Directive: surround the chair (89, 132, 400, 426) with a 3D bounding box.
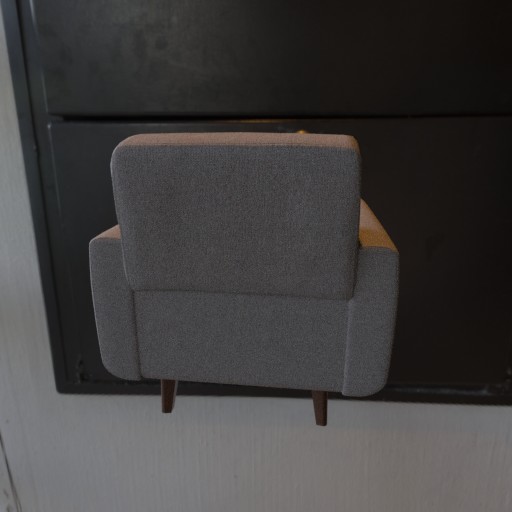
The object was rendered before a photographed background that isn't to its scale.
[{"bbox_3d":[0.000,0.000,1.537,0.831,0.839,0.907,2,17,7],"label":"chair"}]
